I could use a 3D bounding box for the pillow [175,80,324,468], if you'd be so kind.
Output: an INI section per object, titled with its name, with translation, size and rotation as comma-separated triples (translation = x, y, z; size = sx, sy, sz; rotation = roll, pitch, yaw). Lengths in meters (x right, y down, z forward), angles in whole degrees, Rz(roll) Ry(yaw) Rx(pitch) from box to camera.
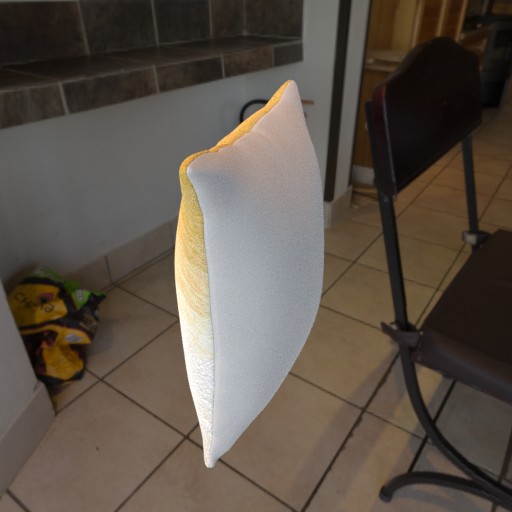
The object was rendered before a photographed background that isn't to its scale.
[pillow]
translation = 0.000, 0.000, 0.693
size = 0.211, 0.450, 0.450
rotation = 9, 32, 14
